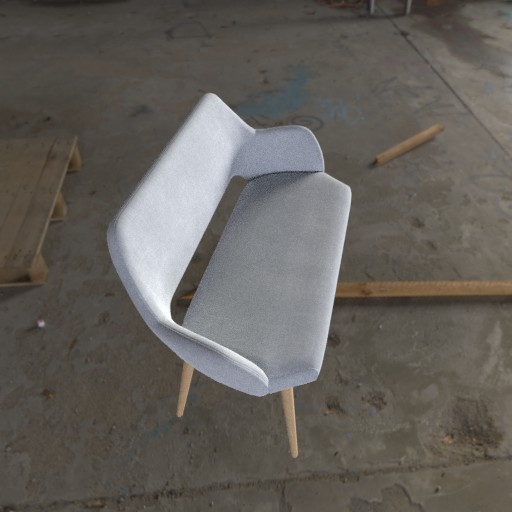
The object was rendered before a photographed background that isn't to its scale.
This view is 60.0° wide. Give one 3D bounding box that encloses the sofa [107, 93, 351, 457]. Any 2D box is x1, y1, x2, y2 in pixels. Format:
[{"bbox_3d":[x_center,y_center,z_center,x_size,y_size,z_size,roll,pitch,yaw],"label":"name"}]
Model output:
[{"bbox_3d":[0.000,0.000,1.635,0.610,0.840,1.150,11,47,10],"label":"sofa"}]
